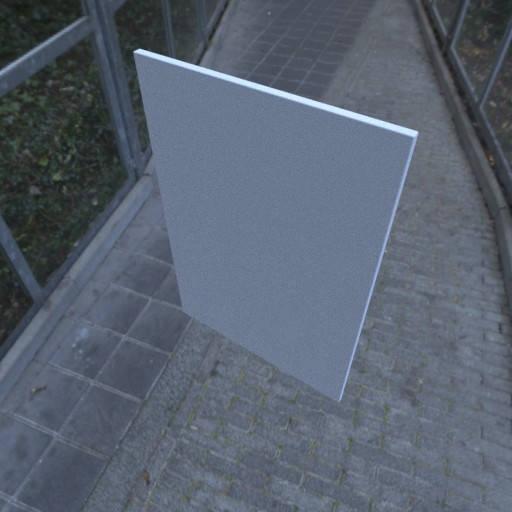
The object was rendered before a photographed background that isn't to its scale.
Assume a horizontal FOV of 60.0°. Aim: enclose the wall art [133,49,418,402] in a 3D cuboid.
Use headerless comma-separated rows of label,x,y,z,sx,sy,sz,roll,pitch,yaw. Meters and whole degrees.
wall art,0.000,0.000,0.612,0.329,0.482,0.011,26,51,23
